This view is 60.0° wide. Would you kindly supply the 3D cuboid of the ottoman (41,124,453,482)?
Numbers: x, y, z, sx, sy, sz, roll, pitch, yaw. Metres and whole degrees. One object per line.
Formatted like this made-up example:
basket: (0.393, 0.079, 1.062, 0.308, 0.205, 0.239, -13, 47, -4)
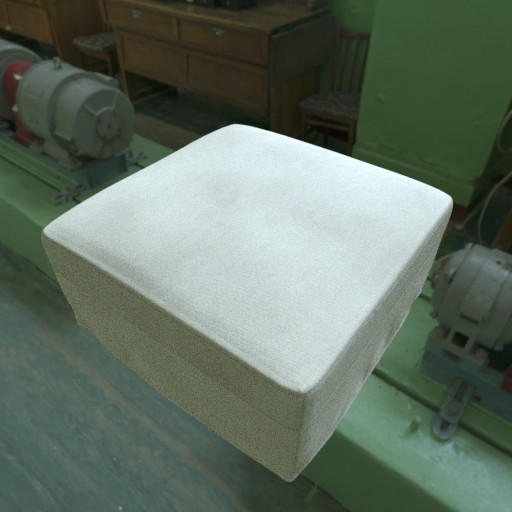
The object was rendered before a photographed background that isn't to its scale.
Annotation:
ottoman: (0.000, 0.000, 1.312, 0.843, 0.441, 0.842, 26, 47, 27)
